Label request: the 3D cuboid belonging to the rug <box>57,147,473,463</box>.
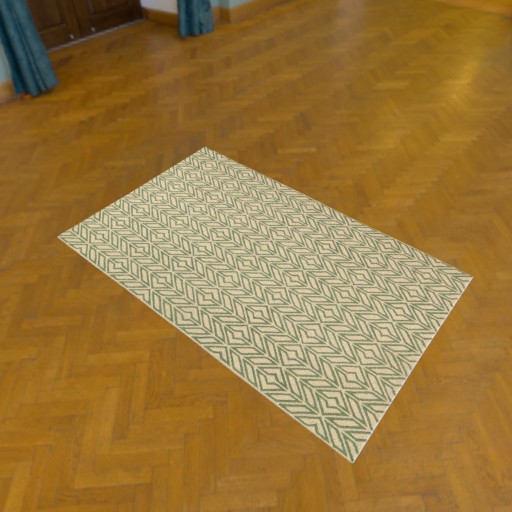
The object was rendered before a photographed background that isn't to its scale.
[{"bbox_3d":[0.000,0.000,3.034,2.435,0.011,1.517,31,53,26],"label":"rug"}]
